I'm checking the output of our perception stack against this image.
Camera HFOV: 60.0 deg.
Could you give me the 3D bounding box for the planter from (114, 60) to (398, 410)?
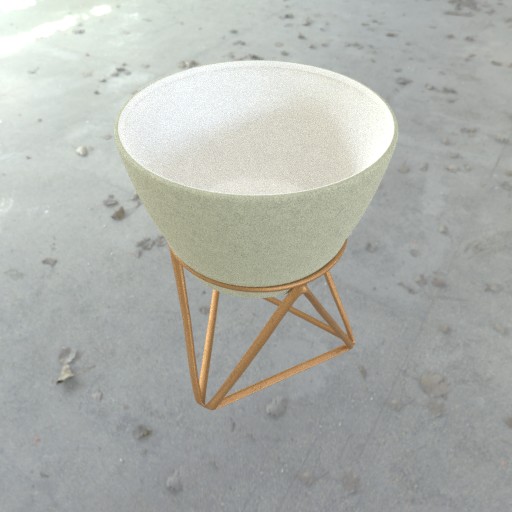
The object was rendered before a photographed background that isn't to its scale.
[{"bbox_3d":[0.000,0.000,0.734,0.350,0.504,0.350,25,50,23],"label":"planter"}]
